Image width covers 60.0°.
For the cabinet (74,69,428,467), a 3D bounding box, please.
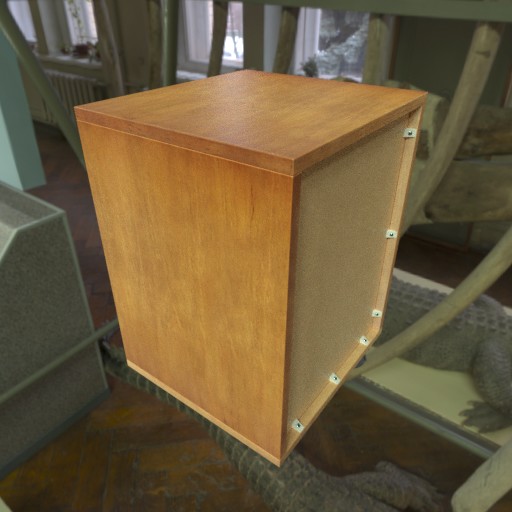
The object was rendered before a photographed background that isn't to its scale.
[{"bbox_3d":[0.000,0.000,0.843,0.401,0.579,0.409,21,38,31],"label":"cabinet"}]
